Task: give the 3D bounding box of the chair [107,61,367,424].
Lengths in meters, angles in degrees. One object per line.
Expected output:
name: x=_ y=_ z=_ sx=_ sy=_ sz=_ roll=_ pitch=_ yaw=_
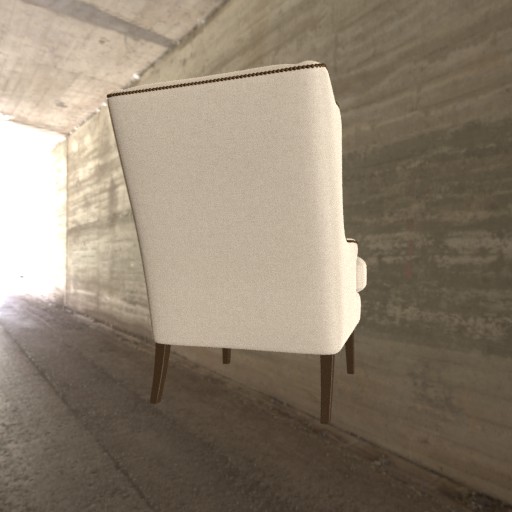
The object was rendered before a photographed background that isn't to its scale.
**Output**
chair: x=0.000 y=0.000 z=1.663 sx=0.737 sy=1.029 sz=0.940 roll=0 pitch=-1 yaw=19
